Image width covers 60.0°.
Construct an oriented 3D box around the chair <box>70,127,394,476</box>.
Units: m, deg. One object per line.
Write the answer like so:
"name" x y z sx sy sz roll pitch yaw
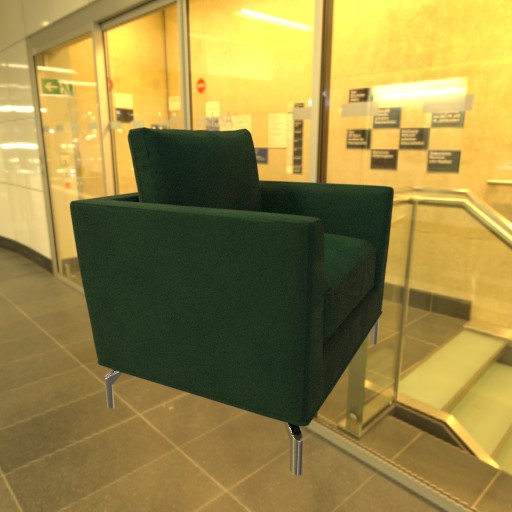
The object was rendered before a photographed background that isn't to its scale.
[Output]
"chair" 0.000 0.000 1.759 0.852 0.997 1.047 7 16 26
